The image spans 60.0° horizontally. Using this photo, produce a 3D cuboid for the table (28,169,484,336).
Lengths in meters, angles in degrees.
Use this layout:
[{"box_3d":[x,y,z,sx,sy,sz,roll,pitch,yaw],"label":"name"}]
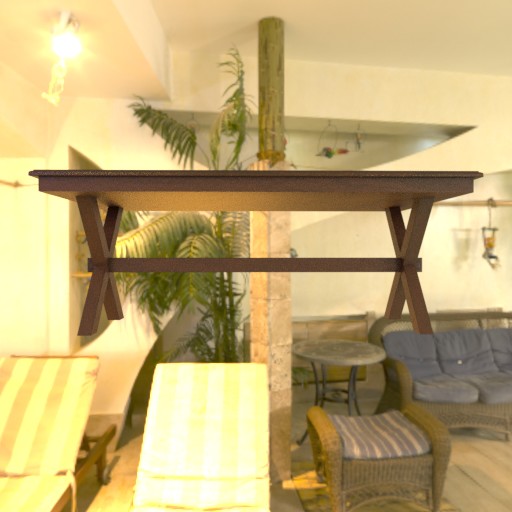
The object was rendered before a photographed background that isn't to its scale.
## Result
[{"box_3d":[0.000,0.000,1.465,1.197,0.459,0.594,0,1,-1],"label":"table"}]
